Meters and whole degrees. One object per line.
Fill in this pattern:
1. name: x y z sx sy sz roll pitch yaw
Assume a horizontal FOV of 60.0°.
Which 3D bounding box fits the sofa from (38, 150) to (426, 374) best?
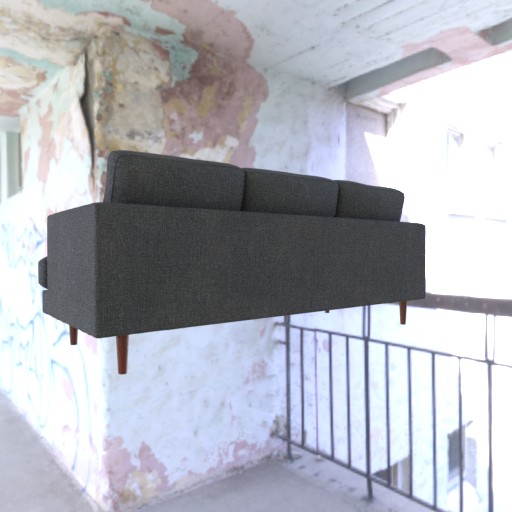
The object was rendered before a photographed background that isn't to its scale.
1. sofa: 0.000 0.000 2.672 2.246 0.930 0.903 -1 1 -38
